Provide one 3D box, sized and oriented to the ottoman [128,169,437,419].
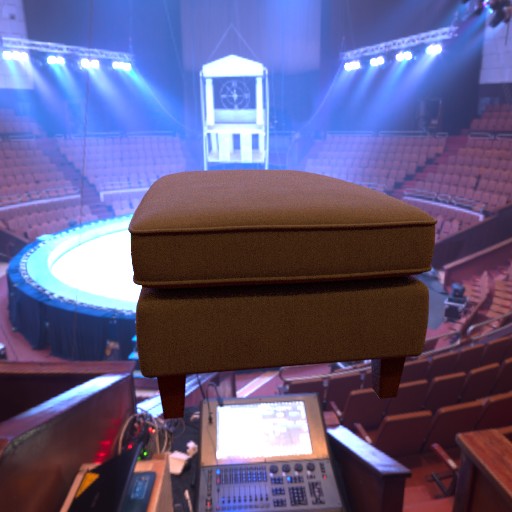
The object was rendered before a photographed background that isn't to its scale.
[{"bbox_3d":[0.000,0.000,1.328,0.636,0.480,0.941,-2,16,-9],"label":"ottoman"}]
